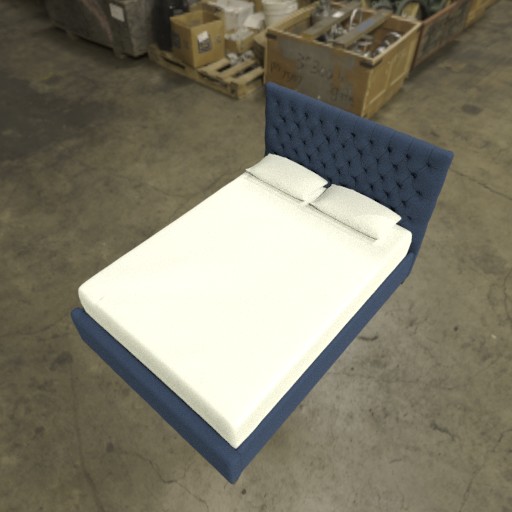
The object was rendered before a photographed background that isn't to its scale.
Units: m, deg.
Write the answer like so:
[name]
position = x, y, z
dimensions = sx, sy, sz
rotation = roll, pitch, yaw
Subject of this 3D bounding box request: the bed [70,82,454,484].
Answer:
[bed]
position = 0.000, 0.000, 3.384
dimensions = 1.706, 1.427, 2.387
rotation = 32, 54, 27
